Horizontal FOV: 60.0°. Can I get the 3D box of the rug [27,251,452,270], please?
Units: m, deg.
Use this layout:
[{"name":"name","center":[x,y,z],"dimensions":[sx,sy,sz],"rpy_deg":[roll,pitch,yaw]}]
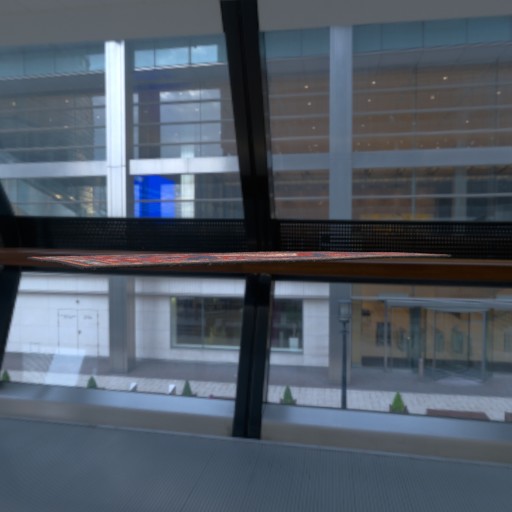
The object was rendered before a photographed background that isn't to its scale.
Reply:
[{"name":"rug","center":[0.000,0.000,3.514],"dimensions":[3.032,0.034,1.522],"rpy_deg":[-1,2,-36]}]
